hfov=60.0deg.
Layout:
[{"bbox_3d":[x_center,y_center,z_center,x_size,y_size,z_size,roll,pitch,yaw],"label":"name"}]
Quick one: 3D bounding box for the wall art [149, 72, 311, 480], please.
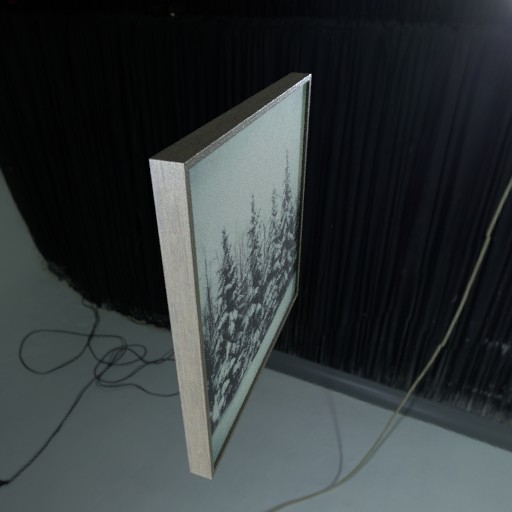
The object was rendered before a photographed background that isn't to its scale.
[{"bbox_3d":[0.000,0.000,0.757,0.037,0.507,0.507,11,33,17],"label":"wall art"}]
